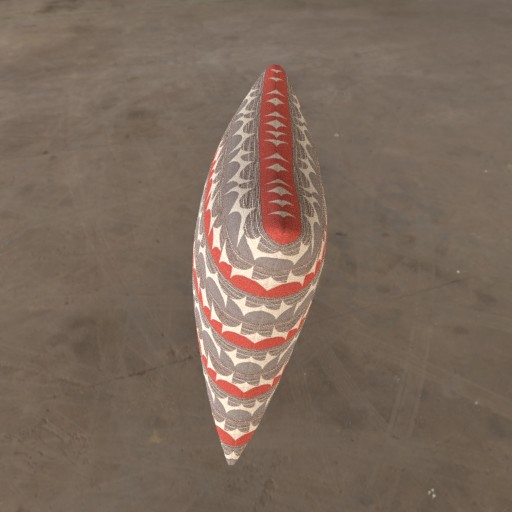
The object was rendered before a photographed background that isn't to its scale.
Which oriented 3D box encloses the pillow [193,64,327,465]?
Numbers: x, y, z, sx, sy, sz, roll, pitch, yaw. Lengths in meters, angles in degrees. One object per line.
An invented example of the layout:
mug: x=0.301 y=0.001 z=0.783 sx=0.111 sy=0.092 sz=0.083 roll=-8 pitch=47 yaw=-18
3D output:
pillow: x=0.000 y=0.000 z=0.639 sx=0.180 sy=0.410 sz=0.420 roll=1 pitch=41 yaw=1
